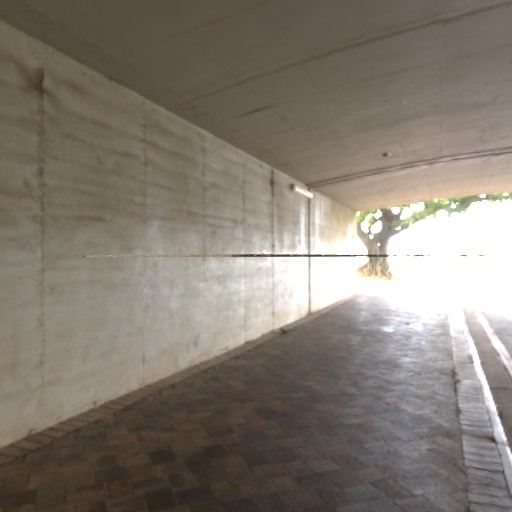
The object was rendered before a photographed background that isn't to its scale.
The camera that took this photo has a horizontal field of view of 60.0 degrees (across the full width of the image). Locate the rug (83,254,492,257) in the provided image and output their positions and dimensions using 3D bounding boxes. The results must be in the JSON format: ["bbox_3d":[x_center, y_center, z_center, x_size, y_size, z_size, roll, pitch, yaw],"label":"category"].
[{"bbox_3d":[0.000,0.000,2.238,1.278,0.009,1.726,0,0,-35],"label":"rug"}]
